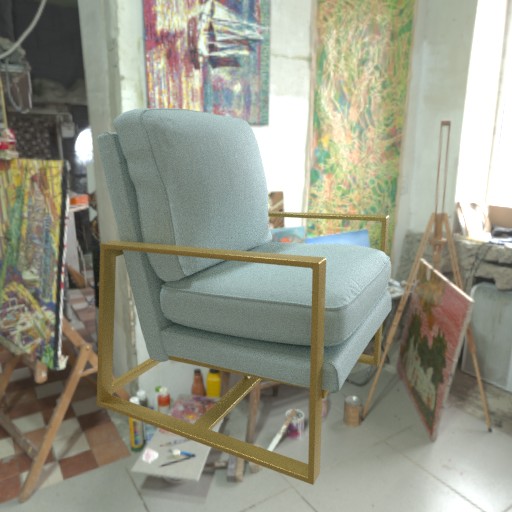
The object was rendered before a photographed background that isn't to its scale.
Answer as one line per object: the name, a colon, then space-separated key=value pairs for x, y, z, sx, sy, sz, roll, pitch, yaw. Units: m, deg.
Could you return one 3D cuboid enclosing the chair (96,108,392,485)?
chair: x=0.000 y=0.000 z=1.507 sx=0.813 sy=0.956 sz=0.758 roll=7 pitch=16 yaw=27
